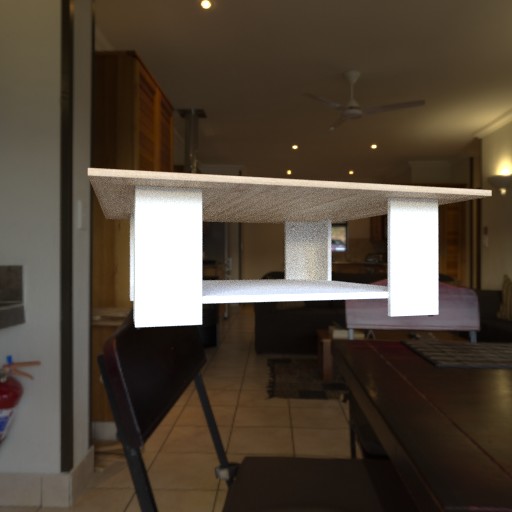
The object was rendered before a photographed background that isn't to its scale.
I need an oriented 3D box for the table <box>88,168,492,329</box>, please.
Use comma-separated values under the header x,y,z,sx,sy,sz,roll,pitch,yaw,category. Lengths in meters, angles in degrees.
x,y,z,sx,sy,sz,roll,pitch,yaw,category
0.000,0.000,1.339,0.890,0.305,0.890,0,0,-17,table
